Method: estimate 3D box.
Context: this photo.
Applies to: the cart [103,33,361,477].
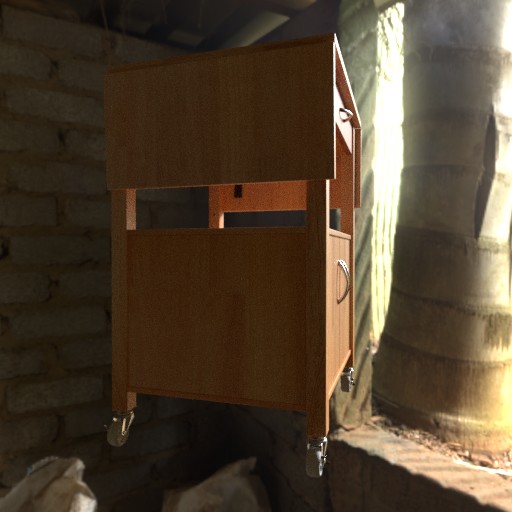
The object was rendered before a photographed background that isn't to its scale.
[{"bbox_3d":[0.000,0.000,1.194,0.508,0.838,0.640,0,1,18],"label":"cart"}]
